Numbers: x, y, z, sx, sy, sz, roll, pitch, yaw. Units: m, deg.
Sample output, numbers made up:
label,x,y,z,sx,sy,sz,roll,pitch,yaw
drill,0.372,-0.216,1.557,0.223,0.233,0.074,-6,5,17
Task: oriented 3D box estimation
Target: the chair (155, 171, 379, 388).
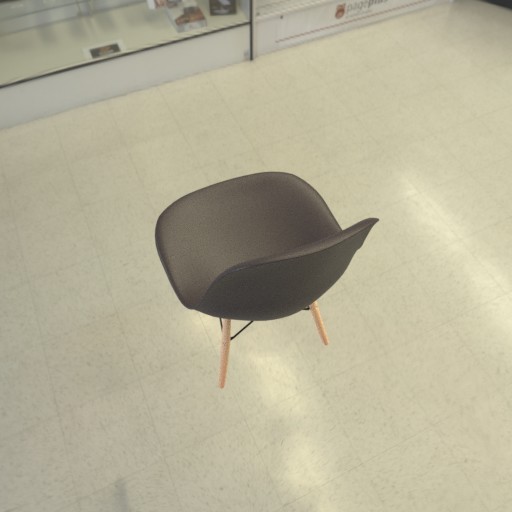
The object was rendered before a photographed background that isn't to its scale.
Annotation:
label,x,y,z,sx,sy,sz,roll,pitch,yaw
chair,0.000,0.000,1.159,0.470,0.825,0.533,-19,60,-12
